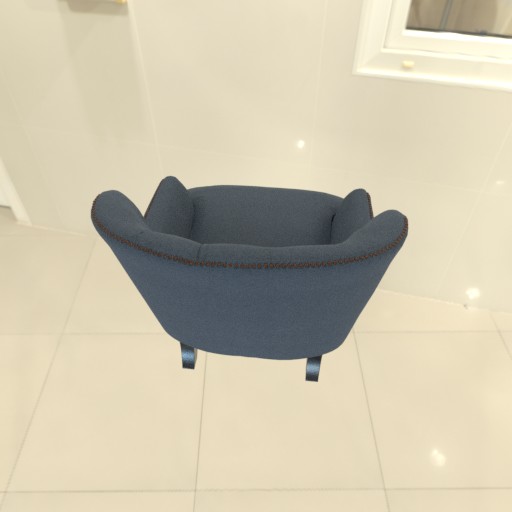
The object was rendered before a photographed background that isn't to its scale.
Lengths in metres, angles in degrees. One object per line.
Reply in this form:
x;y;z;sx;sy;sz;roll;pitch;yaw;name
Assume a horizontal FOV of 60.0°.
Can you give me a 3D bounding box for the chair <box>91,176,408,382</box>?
0.000;0.000;1.599;0.848;0.868;0.906;5;45;5;chair
